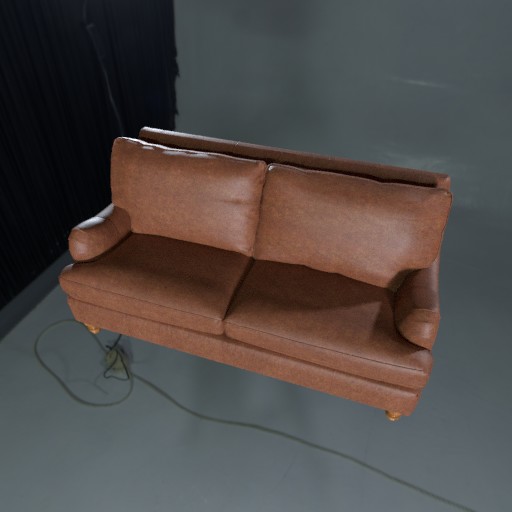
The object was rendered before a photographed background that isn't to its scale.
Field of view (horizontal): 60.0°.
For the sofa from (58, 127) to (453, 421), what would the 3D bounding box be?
[{"bbox_3d":[0.000,0.000,2.731,2.144,1.071,1.147,12,42,14],"label":"sofa"}]
